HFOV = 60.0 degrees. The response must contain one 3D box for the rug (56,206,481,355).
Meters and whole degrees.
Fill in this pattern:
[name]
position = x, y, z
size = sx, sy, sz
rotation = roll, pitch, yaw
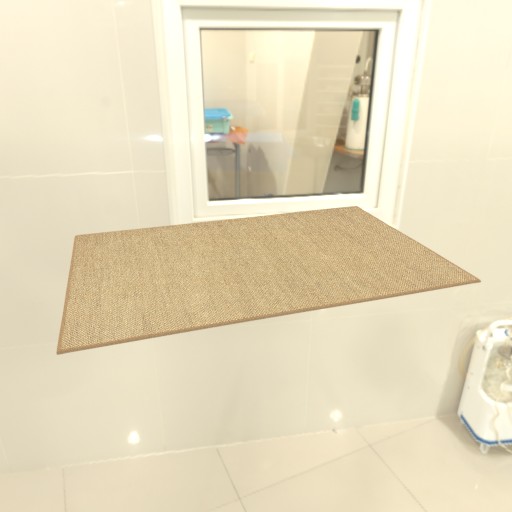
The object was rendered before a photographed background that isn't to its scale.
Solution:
[rug]
position = 0.000, 0.000, 2.100
size = 1.668, 0.012, 1.061
rotation = -7, 26, -16
